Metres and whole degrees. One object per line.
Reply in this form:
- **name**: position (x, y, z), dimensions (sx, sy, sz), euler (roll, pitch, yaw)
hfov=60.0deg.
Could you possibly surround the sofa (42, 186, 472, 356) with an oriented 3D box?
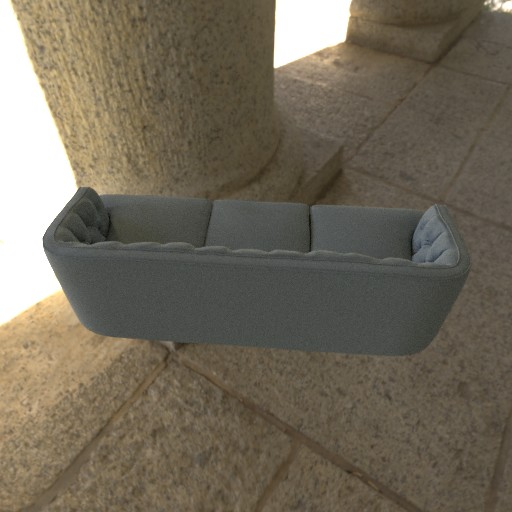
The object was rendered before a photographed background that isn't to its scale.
- **sofa**: position (0.000, 0.000, 2.720), dimensions (2.278, 0.855, 0.941), euler (3, 48, 3)
